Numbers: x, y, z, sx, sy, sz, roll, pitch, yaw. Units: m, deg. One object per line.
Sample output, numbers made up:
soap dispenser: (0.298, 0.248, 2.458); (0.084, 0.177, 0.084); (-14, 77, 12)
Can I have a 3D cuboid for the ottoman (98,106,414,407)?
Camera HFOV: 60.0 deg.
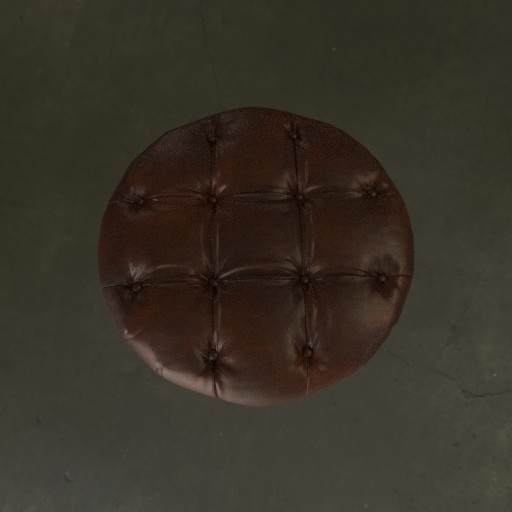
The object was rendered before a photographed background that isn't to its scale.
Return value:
ottoman: (0.000, 0.000, 1.397); (0.901, 0.455, 0.901); (0, 75, 0)
